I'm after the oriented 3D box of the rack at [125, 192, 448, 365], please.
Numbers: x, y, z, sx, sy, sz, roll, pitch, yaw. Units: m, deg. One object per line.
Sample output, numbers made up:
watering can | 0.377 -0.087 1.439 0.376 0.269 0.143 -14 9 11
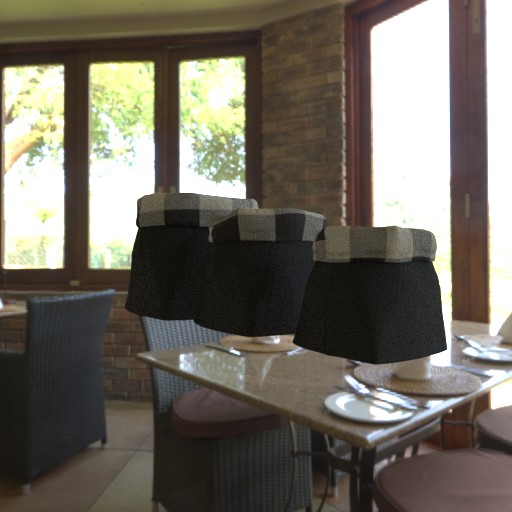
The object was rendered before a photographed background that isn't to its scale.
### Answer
rack | 0.000 0.000 1.046 0.370 0.329 0.889 0 -1 -36
